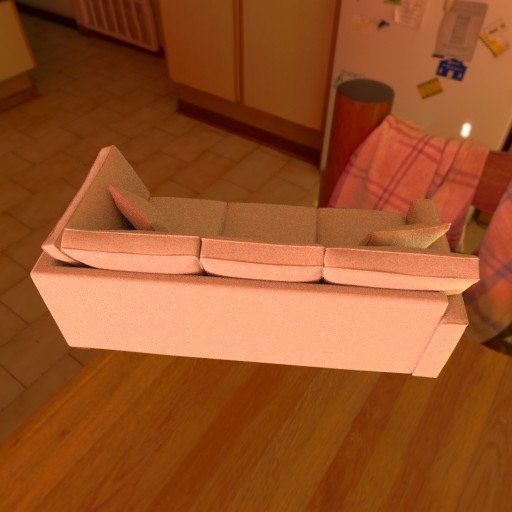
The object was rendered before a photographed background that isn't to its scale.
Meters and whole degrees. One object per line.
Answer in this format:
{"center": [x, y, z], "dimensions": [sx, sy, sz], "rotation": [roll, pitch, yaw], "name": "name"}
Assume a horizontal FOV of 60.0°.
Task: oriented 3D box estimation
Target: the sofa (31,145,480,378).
{"center": [0.000, 0.000, 2.810], "dimensions": [2.317, 0.962, 1.061], "rotation": [4, 46, 4], "name": "sofa"}
